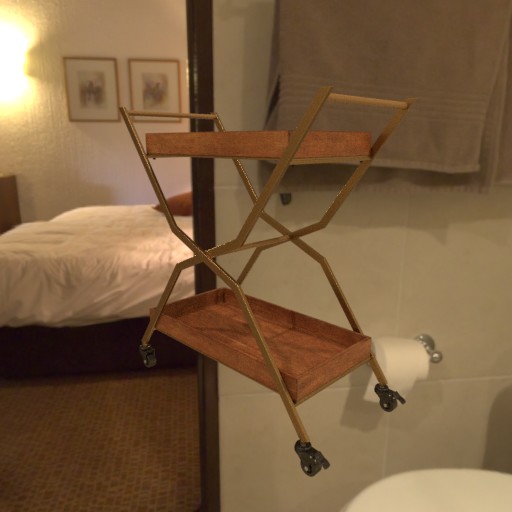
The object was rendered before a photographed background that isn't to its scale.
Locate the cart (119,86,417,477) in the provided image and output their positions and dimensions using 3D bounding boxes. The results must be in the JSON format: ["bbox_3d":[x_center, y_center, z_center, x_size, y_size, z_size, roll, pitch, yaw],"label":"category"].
[{"bbox_3d":[0.000,0.000,1.328,0.405,0.869,0.836,-14,20,-43],"label":"cart"}]
